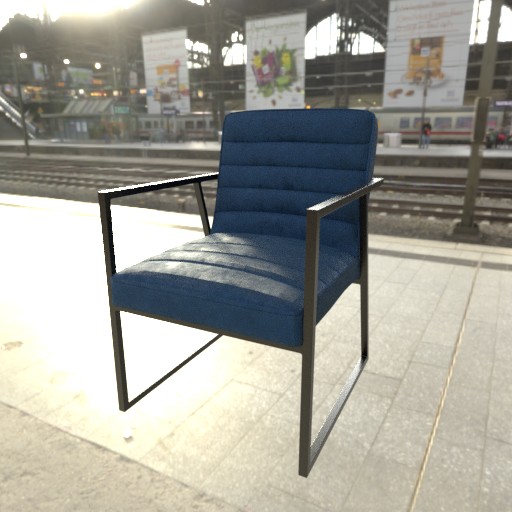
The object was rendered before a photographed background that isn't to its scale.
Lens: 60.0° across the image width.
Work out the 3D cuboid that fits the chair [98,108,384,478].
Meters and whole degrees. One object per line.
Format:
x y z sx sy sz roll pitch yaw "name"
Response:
0.000 0.000 1.288 0.571 0.833 0.677 8 18 26 "chair"
